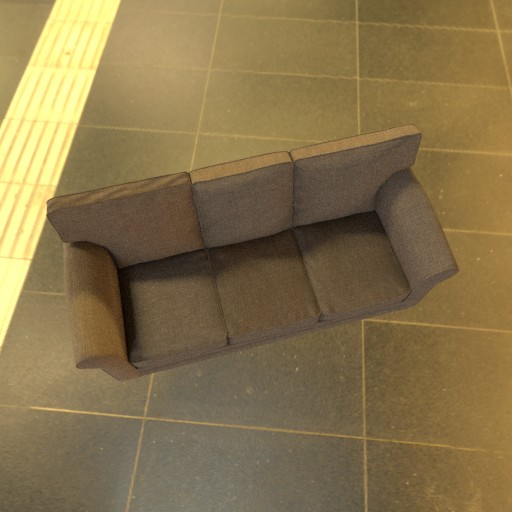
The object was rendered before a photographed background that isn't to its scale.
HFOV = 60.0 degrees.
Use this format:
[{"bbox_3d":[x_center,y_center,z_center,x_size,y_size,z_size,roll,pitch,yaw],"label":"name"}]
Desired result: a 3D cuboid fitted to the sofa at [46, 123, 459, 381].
[{"bbox_3d":[0.000,0.000,2.601,2.084,0.961,0.916,-13,65,-6],"label":"sofa"}]
